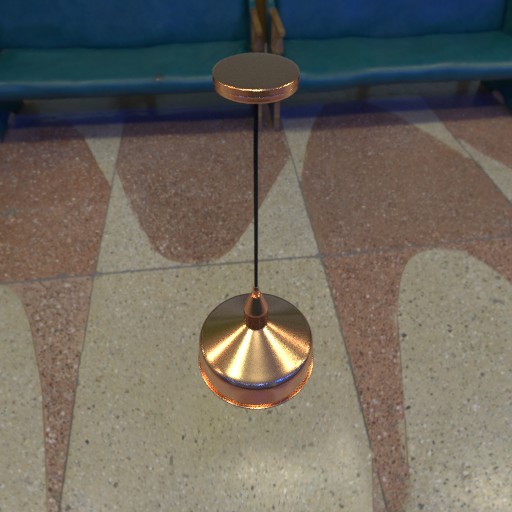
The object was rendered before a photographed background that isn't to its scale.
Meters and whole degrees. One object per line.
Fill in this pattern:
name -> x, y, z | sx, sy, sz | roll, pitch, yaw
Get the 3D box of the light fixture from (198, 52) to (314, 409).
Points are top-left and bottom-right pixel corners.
light fixture -> 0.000, 0.000, 0.894 | 0.301, 0.754, 0.301 | -3, 46, -3
